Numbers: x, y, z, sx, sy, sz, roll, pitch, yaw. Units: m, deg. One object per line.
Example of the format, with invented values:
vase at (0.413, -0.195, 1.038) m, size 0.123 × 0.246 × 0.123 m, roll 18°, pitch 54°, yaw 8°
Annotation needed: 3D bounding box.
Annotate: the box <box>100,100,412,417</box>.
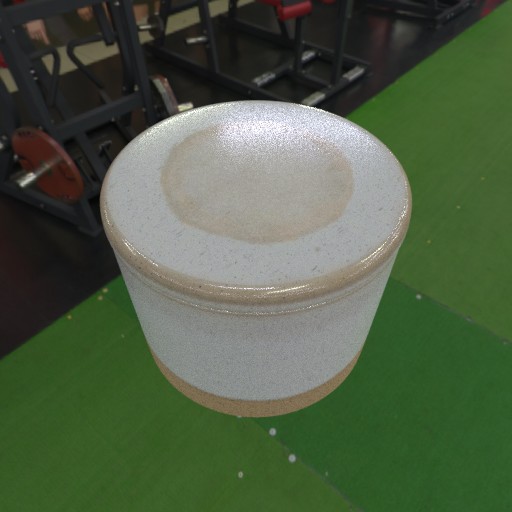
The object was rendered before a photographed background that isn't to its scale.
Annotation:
box at (0.000, 0.000, 0.265) m, size 0.154 × 0.123 × 0.154 m, roll 0°, pitch 47°, yaw 0°
